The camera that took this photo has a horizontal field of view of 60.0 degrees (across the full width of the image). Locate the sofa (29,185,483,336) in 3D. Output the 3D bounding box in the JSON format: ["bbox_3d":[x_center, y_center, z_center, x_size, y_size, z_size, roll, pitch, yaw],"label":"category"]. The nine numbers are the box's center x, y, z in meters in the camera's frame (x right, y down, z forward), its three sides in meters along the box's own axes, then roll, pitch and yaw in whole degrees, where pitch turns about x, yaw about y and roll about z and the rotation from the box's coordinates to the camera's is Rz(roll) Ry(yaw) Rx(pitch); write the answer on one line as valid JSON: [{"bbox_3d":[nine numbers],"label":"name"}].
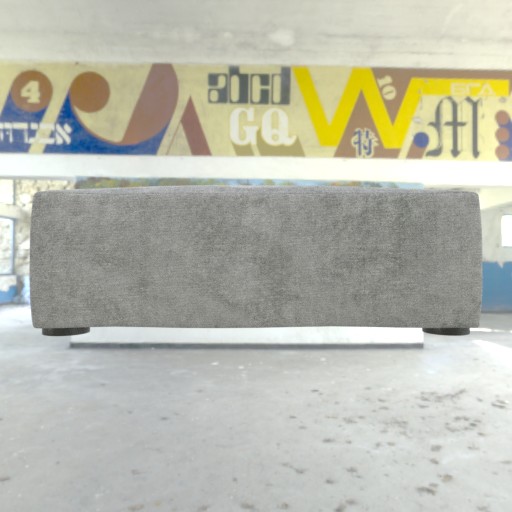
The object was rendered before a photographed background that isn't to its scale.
[{"bbox_3d":[0.000,0.000,1.125,0.930,0.330,0.480,0,-1,0],"label":"sofa"}]
